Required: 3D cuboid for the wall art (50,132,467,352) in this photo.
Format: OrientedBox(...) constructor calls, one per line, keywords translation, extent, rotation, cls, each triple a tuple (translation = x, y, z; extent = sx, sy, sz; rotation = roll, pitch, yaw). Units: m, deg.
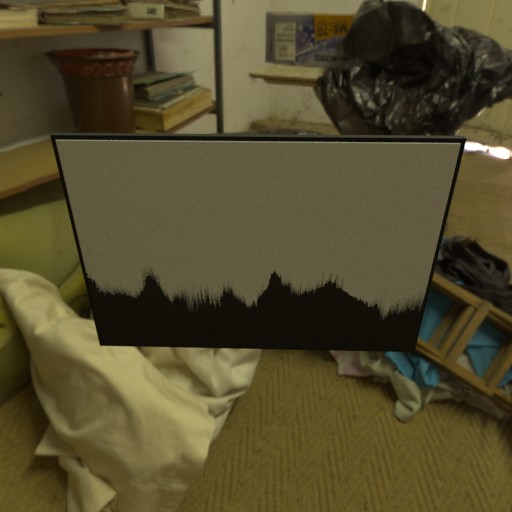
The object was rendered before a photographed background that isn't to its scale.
OrientedBox(translation=(0.000, 0.000, 1.479), extent=(1.190, 0.805, 0.028), rotation=(1, 31, 1), cls="wall art")
